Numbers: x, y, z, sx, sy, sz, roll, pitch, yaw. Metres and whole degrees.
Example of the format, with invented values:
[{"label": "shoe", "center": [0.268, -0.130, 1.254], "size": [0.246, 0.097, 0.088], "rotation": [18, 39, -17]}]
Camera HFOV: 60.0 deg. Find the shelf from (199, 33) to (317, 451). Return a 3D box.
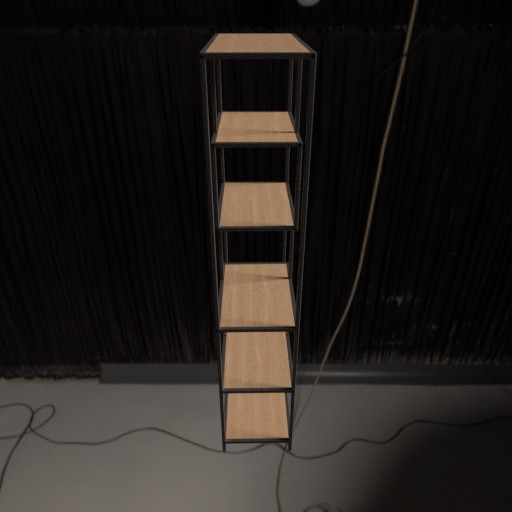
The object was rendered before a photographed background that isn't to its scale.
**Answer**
[{"label": "shelf", "center": [0.000, 0.000, 2.114], "size": [0.350, 1.850, 0.770], "rotation": [0, 31, -1]}]
